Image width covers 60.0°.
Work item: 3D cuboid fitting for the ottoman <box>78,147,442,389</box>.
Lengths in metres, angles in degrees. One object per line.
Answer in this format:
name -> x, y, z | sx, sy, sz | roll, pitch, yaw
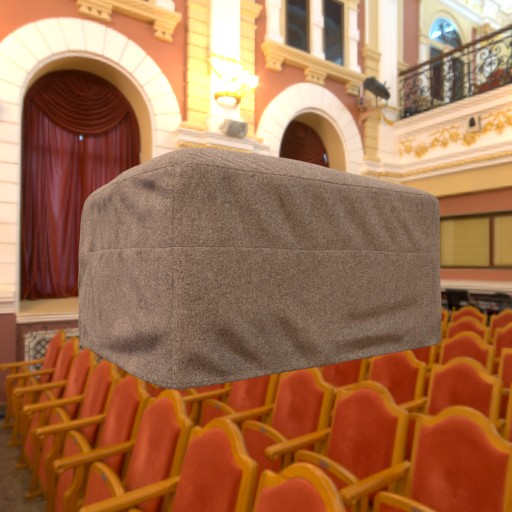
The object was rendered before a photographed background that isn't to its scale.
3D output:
ottoman -> 0.000, 0.000, 1.243 | 0.837, 0.481, 0.683 | 1, -2, -35
